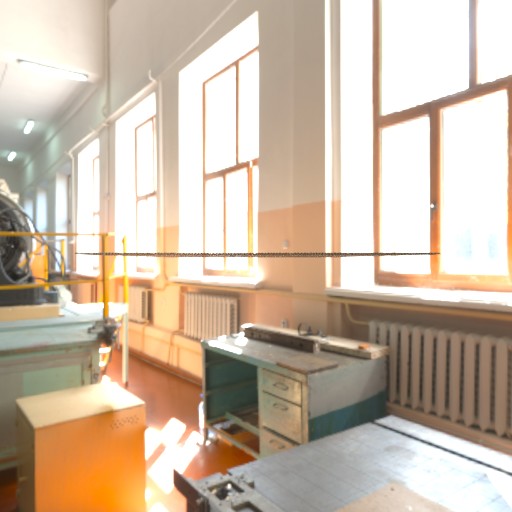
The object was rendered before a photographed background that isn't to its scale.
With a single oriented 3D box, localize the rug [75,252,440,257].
[{"bbox_3d":[0.000,0.000,4.262,2.143,0.015,3.422,0,0,-1],"label":"rug"}]
